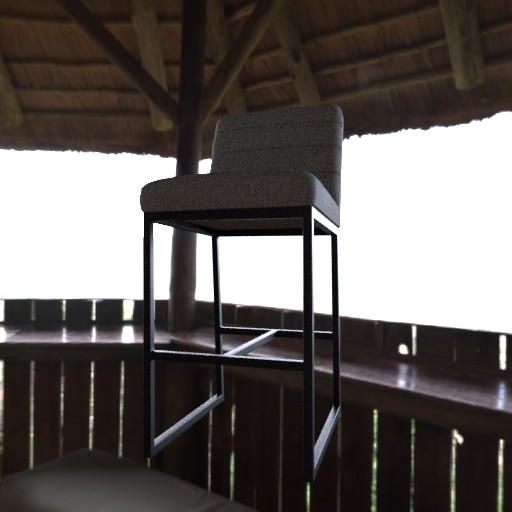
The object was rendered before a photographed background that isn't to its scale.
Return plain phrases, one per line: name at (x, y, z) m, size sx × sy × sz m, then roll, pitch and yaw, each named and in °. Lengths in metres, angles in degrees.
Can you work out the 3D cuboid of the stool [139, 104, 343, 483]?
stool at (0.000, 0.000, 1.319) m, size 0.459 × 1.034 × 0.571 m, roll 0°, pitch -1°, yaw 18°
